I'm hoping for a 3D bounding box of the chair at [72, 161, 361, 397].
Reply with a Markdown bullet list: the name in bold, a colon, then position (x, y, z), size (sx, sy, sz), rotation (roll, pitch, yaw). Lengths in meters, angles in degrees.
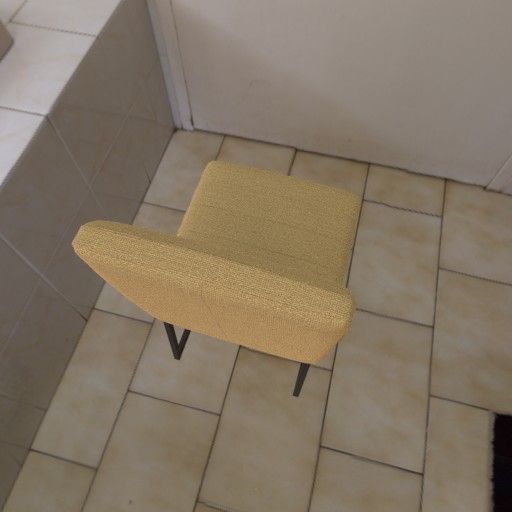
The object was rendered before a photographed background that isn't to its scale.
- **chair**: position (0.000, 0.000, 1.279), size (0.520, 0.930, 0.634), rotation (15, 63, 8)
